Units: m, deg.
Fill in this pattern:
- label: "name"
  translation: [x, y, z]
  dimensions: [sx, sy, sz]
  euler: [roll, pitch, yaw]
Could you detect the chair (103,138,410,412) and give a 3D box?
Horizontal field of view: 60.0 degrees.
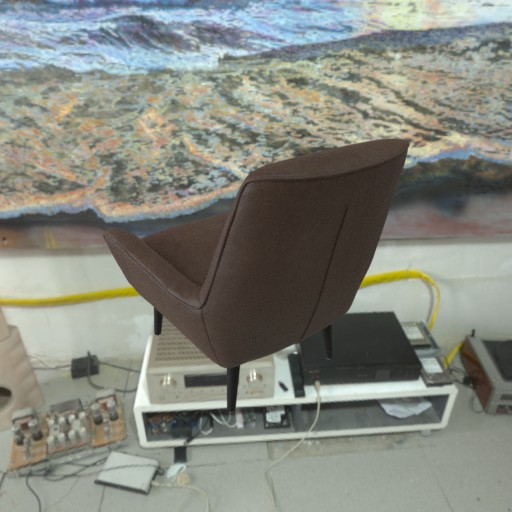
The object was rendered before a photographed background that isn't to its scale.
- label: "chair"
  translation: [0.000, 0.000, 1.501]
  dimensions: [0.787, 0.888, 0.824]
  euler: [-19, 35, -30]
